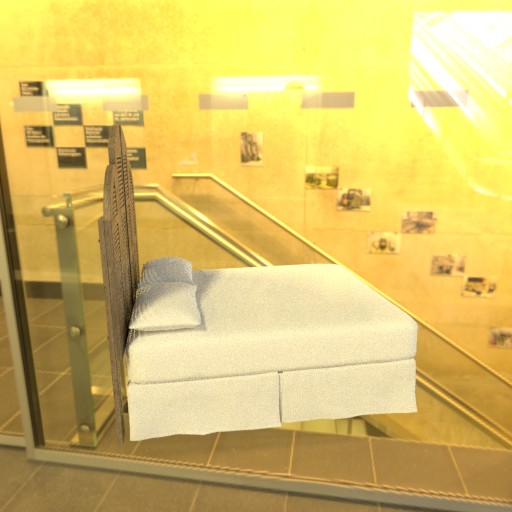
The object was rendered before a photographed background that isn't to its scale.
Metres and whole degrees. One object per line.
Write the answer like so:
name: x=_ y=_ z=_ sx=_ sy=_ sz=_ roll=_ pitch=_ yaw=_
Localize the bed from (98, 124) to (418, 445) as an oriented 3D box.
bed: x=0.000 y=0.000 z=3.574 sx=2.138 sy=2.019 sz=1.713 roll=-3 pitch=15 yaw=-10
